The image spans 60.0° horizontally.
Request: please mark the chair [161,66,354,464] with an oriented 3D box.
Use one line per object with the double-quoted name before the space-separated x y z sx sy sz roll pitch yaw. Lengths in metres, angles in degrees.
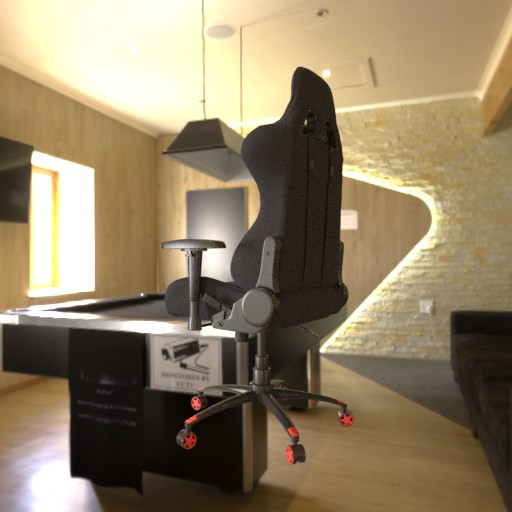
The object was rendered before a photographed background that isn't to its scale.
"chair" 0.000 0.000 1.750 0.658 1.326 0.695 0 0 35
